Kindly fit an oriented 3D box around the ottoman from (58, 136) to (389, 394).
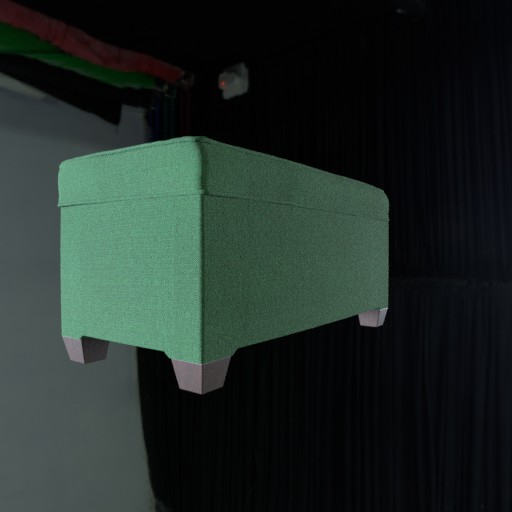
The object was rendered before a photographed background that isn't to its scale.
[{"bbox_3d":[0.000,0.000,1.251,0.483,0.471,0.957,1,1,36],"label":"ottoman"}]
